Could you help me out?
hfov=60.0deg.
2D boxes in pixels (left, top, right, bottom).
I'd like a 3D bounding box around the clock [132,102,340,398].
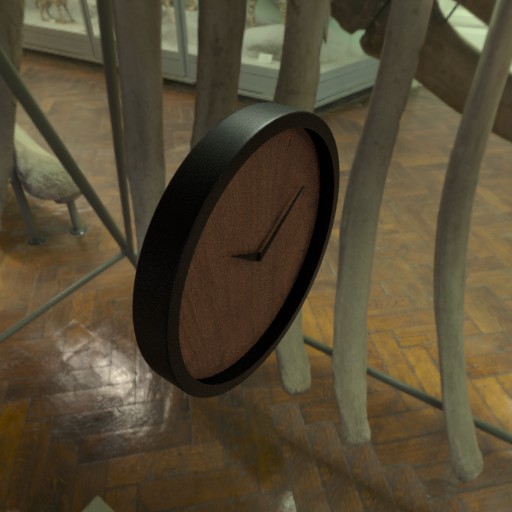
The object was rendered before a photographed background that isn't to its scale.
[{"bbox_3d":[0.000,0.000,0.480,0.040,0.314,0.314,24,44,27],"label":"clock"}]
